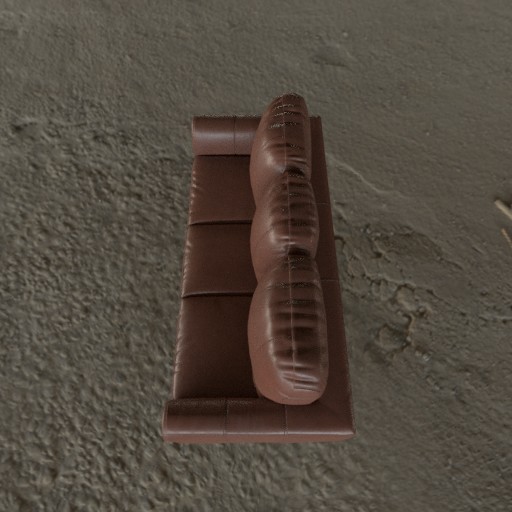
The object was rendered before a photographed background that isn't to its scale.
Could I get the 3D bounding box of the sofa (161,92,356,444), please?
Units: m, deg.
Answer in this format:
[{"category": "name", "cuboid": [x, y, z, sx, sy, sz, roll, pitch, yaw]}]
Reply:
[{"category": "sofa", "cuboid": [0.000, 0.000, 2.363, 0.802, 0.915, 1.862, 0, 59, 0]}]
